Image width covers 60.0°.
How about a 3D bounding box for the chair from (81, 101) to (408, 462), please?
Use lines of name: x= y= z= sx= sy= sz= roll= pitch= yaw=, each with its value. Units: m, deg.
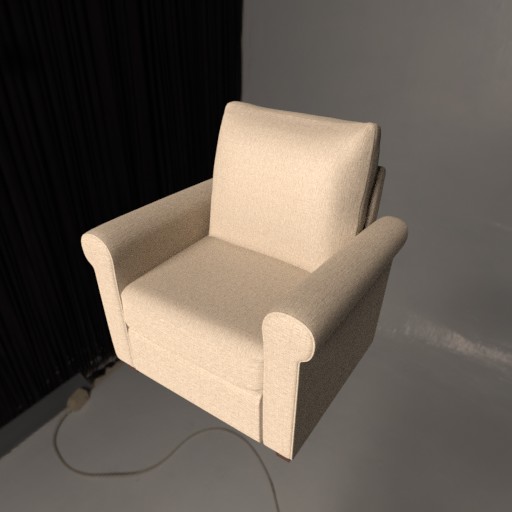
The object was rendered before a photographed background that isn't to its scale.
chair: x=0.000 y=0.000 z=2.311 sx=1.275 sy=1.349 sz=1.180 roll=19 pitch=36 yaw=29
